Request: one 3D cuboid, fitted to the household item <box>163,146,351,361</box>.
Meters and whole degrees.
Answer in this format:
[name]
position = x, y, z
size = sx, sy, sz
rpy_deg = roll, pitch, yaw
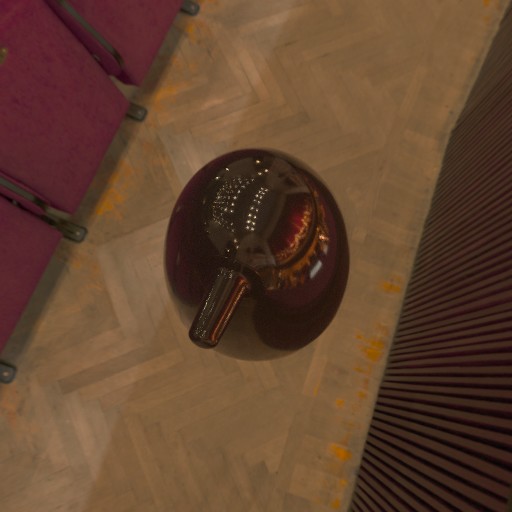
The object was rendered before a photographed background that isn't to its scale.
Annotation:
[household item]
position = 0.000, 0.000, 0.220
size = 0.102, 0.152, 0.104
rpy_deg = 21, 76, 5
